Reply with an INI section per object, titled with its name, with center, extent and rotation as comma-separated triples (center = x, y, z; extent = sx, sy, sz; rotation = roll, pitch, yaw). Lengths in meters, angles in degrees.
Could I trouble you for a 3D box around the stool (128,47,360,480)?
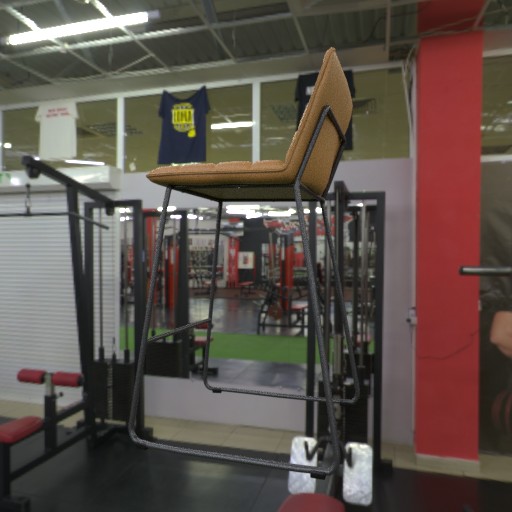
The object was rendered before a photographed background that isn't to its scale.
[stool]
center = 0.000, 0.000, 1.229
extent = 0.524, 0.936, 0.489
rotation = 0, 0, 18
